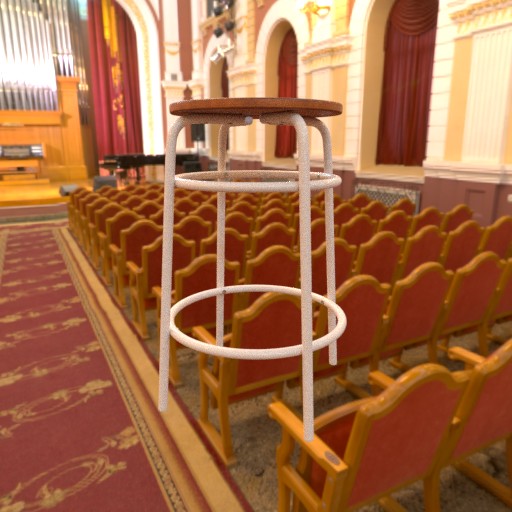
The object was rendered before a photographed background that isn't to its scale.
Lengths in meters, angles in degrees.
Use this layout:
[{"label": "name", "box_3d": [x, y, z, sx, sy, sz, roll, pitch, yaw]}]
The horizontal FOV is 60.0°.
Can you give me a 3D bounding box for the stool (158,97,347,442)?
[{"label": "stool", "box_3d": [0.000, 0.000, 0.946, 0.455, 0.610, 0.455, -7, 16, -26]}]
